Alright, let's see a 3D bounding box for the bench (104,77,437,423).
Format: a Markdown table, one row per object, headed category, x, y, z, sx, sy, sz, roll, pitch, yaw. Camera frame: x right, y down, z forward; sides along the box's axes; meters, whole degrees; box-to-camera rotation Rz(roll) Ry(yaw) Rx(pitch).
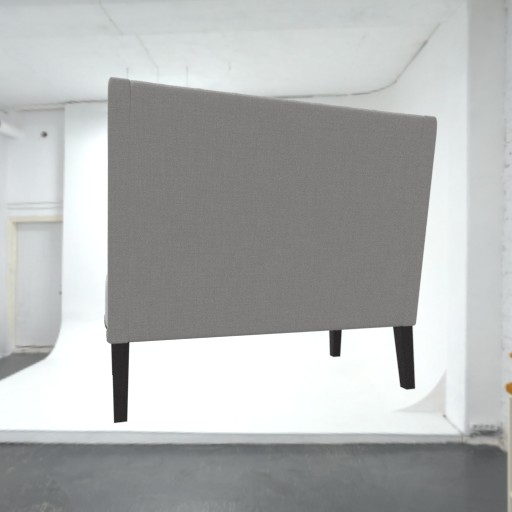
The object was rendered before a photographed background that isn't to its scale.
| category | x | y | z | sx | sy | sz | roll | pitch | yaw |
| --- | --- | --- | --- | --- | --- | --- | --- | --- | --- |
| bench | 0.000 | 0.000 | 1.974 | 1.280 | 1.123 | 0.847 | 0 | 0 | -19 |
